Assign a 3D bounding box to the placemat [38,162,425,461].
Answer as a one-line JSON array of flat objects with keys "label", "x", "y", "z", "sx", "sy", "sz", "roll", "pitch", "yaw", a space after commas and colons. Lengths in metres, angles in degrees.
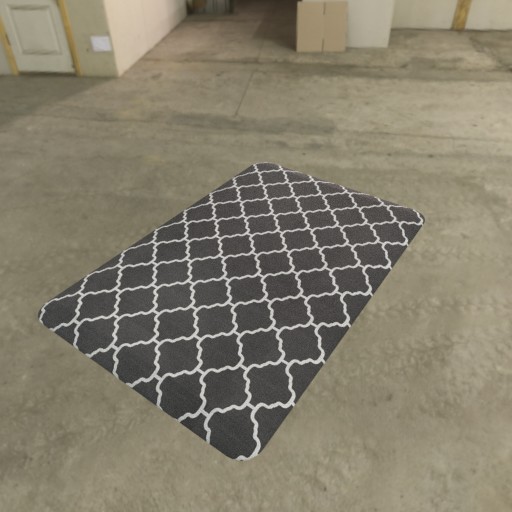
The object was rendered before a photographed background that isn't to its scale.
[{"label": "placemat", "x": 0.000, "y": 0.000, "z": 0.958, "sx": 0.508, "sy": 0.021, "sz": 0.762, "roll": 24, "pitch": 45, "yaw": 26}]
